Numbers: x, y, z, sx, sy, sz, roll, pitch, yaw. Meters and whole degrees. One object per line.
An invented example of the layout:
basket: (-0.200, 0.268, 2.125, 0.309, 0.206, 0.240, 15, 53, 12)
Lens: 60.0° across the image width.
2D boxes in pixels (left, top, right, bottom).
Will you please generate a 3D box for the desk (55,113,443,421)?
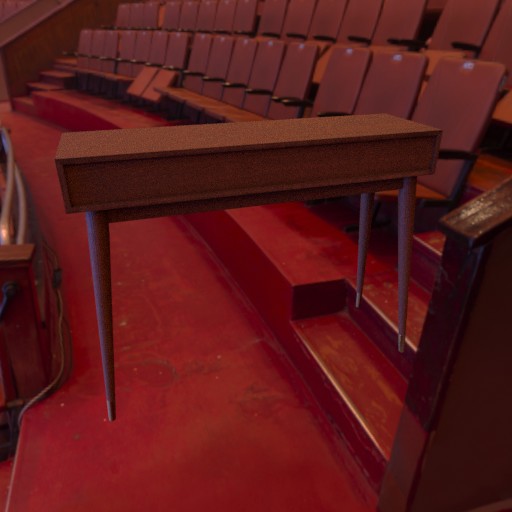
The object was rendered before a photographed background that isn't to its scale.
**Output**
desk: (0.000, 0.000, 1.660, 1.204, 0.917, 0.384, -9, 28, -16)
